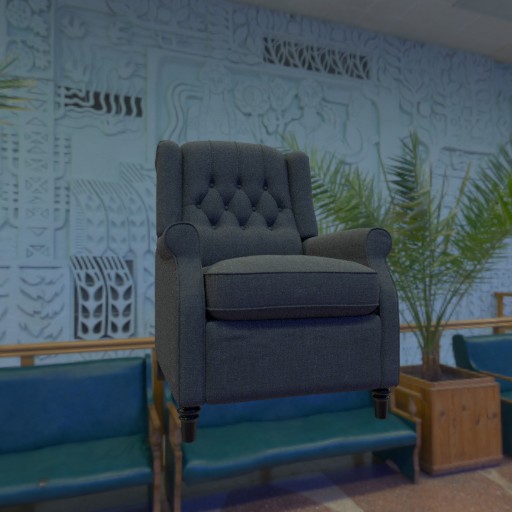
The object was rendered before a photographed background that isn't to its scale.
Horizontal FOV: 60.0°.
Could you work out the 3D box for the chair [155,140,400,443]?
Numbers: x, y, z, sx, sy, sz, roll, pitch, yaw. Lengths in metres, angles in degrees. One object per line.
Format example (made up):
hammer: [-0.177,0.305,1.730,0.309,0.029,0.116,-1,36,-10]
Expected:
chair: [0.000,0.000,1.654,0.742,1.035,0.898,0,-1,-18]
